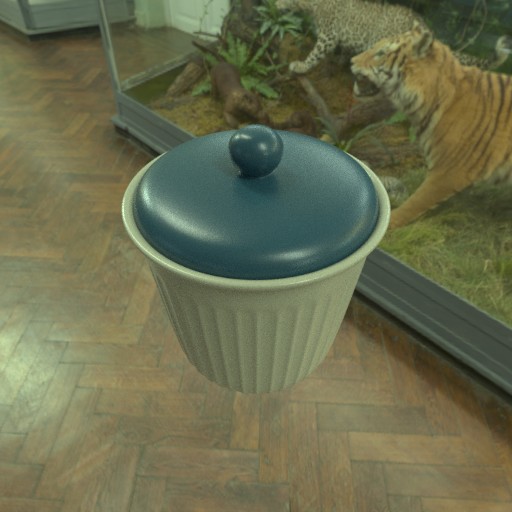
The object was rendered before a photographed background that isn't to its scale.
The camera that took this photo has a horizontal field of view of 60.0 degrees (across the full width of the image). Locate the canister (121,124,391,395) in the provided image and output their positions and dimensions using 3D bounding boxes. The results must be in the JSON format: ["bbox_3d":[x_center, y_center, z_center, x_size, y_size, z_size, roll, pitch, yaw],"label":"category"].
[{"bbox_3d":[0.000,0.000,0.344,0.181,0.211,0.181,0,42,0],"label":"canister"}]
